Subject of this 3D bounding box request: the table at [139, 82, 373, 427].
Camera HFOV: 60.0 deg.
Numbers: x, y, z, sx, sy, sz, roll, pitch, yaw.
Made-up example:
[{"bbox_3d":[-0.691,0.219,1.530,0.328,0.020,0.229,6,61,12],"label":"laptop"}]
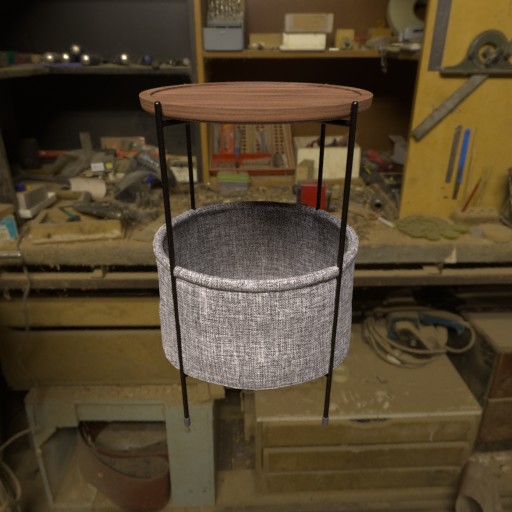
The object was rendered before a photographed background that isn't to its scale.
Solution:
[{"bbox_3d":[0.000,0.000,0.888,0.400,0.623,0.400,0,26,0],"label":"table"}]
